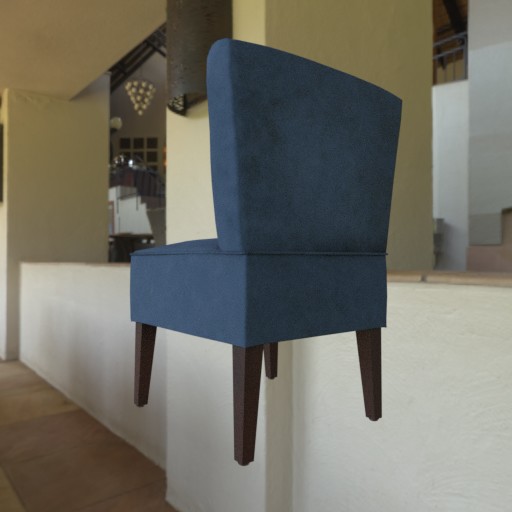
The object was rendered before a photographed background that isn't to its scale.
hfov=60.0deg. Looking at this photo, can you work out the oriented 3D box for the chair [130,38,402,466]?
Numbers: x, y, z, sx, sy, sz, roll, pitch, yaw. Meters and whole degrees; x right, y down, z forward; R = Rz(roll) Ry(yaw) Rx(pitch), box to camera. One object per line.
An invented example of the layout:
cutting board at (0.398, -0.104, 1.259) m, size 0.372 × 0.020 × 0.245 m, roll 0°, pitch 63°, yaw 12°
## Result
chair at (0.000, 0.000, 1.149) m, size 0.521 × 0.806 × 0.551 m, roll 0°, pitch -1°, yaw -37°
